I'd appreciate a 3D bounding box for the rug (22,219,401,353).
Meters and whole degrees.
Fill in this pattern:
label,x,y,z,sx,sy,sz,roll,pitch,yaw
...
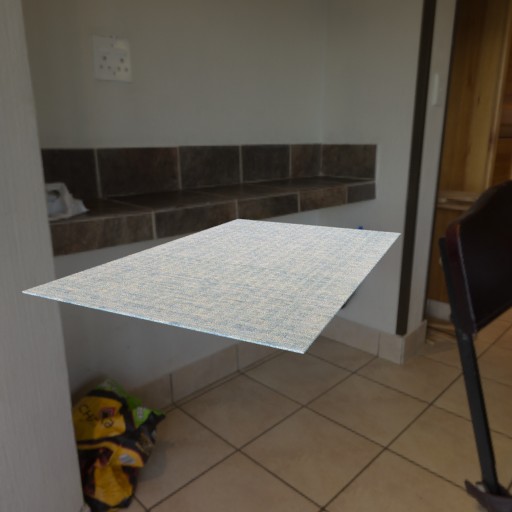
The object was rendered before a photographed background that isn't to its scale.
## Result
label,x,y,z,sx,sy,sz,roll,pitch,yaw
rug,0.000,0.000,2.219,1.142,0.006,1.752,7,16,25
